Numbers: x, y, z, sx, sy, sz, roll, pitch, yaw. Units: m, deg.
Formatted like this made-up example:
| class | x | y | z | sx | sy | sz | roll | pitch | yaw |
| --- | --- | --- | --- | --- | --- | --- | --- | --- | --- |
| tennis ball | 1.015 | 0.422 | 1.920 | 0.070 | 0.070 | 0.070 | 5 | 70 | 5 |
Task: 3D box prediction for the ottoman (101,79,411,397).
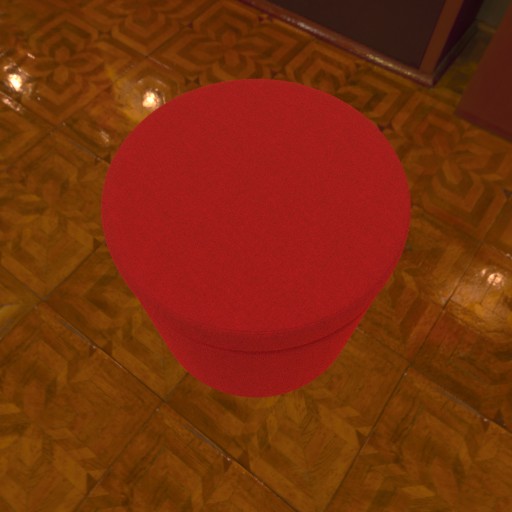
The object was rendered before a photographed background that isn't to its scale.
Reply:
| class | x | y | z | sx | sy | sz | roll | pitch | yaw |
| --- | --- | --- | --- | --- | --- | --- | --- | --- | --- |
| ottoman | 0.000 | 0.000 | 0.741 | 0.400 | 0.406 | 0.400 | 0 | 63 | 0 |
